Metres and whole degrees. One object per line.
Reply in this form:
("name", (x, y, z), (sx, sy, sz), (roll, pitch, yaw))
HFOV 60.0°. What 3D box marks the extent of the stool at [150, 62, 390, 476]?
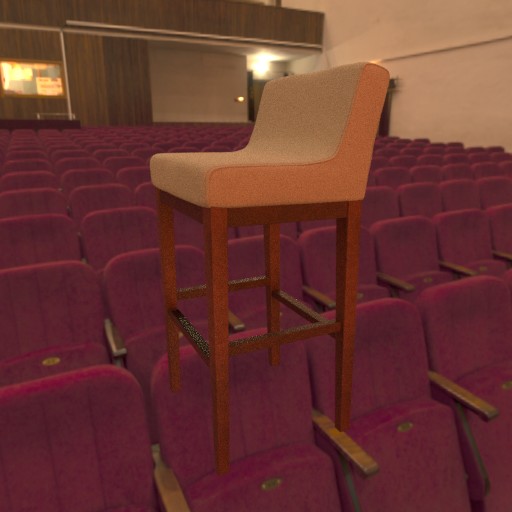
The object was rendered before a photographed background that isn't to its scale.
("stool", (0.000, 0.000, 1.317), (0.500, 1.037, 0.511), (-8, 18, -25))
